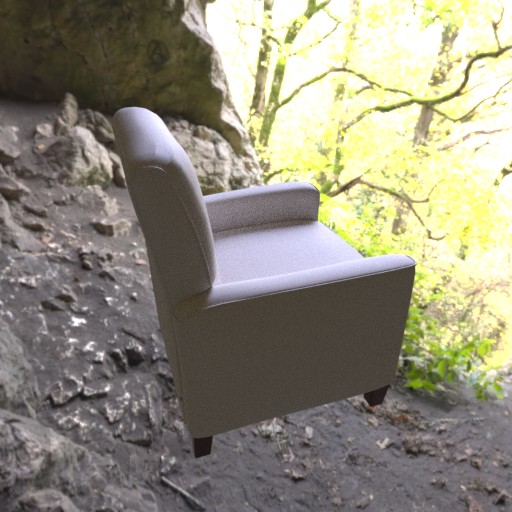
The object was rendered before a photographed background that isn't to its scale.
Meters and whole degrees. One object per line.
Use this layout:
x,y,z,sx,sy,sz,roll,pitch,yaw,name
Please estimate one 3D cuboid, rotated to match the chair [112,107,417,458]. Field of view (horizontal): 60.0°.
0.000,0.000,1.628,0.858,1.028,0.841,-10,30,-17,chair
